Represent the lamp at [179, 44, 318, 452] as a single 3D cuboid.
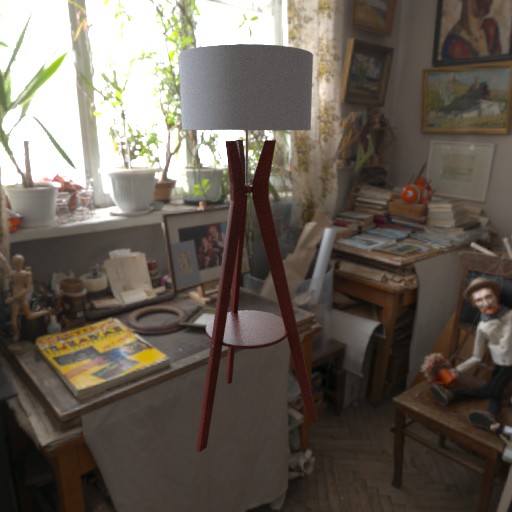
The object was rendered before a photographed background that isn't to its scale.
[{"bbox_3d":[0.000,0.000,1.770,0.542,1.472,0.539,3,16,9],"label":"lamp"}]
